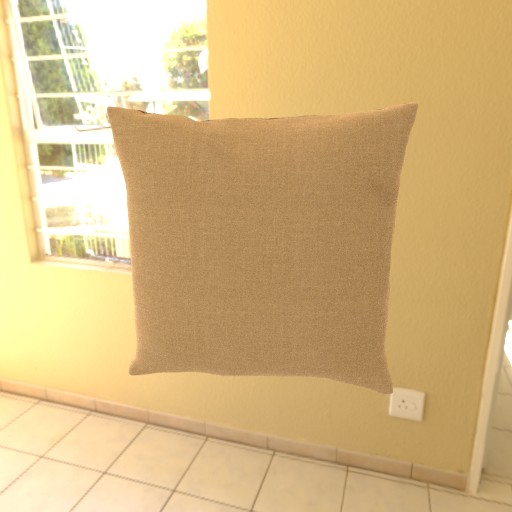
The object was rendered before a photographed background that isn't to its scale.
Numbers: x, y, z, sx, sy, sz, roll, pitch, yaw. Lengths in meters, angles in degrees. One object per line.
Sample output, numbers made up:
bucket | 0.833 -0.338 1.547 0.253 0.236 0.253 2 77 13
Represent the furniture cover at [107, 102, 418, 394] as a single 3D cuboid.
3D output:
furniture cover | 0.000 0.000 0.662 0.431 0.431 0.139 2 16 7
